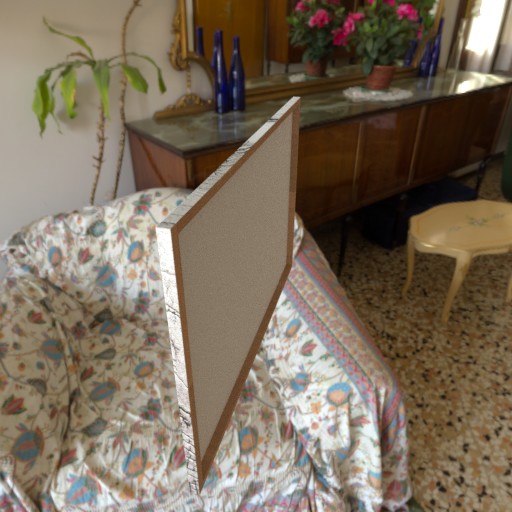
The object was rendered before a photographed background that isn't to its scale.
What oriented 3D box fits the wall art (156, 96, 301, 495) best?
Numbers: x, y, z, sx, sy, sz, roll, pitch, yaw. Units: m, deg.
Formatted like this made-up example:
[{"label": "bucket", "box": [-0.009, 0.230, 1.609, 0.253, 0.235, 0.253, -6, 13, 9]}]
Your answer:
[{"label": "wall art", "box": [0.000, 0.000, 1.128, 0.023, 0.607, 0.914, 8, 32, 14]}]
